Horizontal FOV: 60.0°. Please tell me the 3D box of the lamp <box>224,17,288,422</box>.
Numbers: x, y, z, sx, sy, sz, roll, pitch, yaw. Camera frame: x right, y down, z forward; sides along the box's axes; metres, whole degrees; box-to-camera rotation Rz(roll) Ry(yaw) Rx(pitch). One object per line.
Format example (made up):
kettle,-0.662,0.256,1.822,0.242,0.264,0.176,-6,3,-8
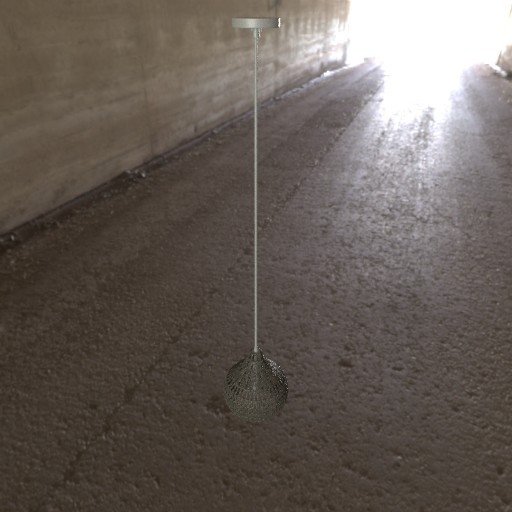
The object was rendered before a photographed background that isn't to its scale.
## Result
lamp,0.000,0.000,2.027,0.355,1.919,0.355,-8,31,-14
